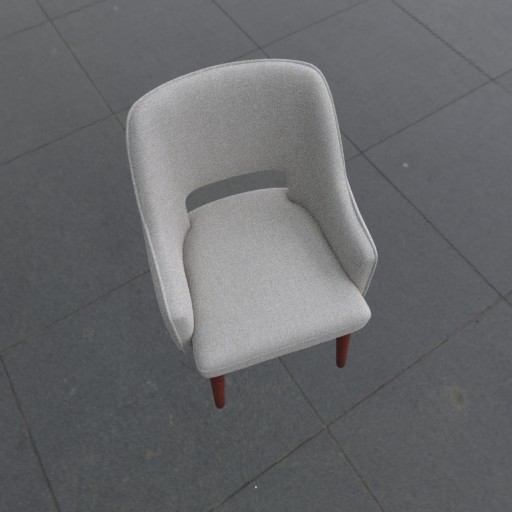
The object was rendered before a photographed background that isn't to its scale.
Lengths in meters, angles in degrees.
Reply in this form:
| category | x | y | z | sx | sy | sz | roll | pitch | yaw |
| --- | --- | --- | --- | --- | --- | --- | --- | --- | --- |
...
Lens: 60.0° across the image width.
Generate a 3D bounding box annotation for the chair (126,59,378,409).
| category | x | y | z | sx | sy | sz | roll | pitch | yaw |
| --- | --- | --- | --- | --- | --- | --- | --- | --- | --- |
| chair | 0.000 | 0.000 | 1.228 | 0.560 | 0.840 | 0.580 | -16 | 64 | -8 |
